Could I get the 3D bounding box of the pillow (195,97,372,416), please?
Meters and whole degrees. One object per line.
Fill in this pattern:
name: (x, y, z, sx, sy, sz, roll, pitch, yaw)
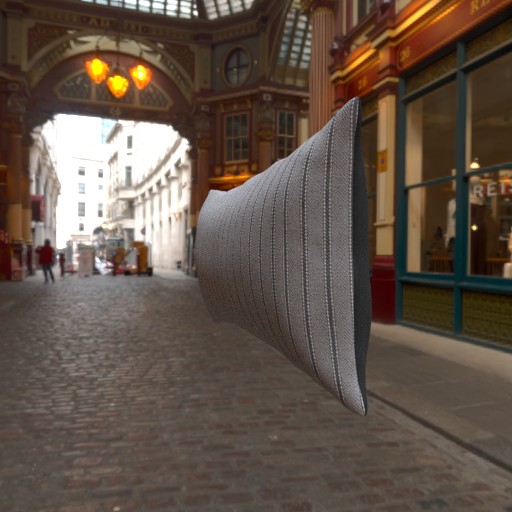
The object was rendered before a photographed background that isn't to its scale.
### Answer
pillow: (0.000, 0.000, 0.699, 0.151, 0.305, 0.609, 0, 1, -19)
